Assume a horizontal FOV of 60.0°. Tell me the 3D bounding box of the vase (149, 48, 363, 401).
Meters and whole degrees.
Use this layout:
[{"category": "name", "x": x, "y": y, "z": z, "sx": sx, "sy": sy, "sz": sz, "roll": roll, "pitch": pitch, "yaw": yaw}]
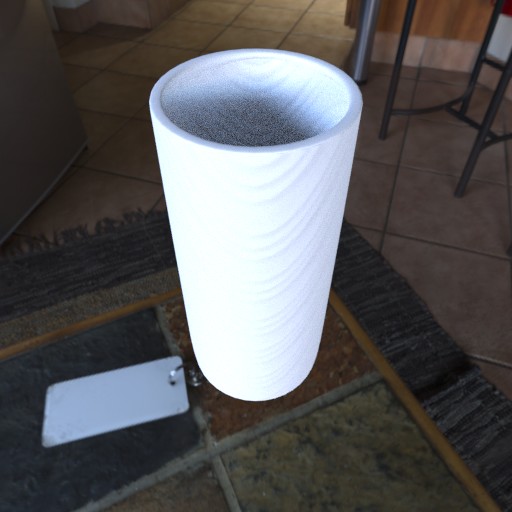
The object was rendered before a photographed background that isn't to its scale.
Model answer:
[{"category": "vase", "x": 0.000, "y": 0.000, "z": 0.404, "sx": 0.143, "sy": 0.316, "sz": 0.143, "roll": 0, "pitch": 47, "yaw": 0}]
